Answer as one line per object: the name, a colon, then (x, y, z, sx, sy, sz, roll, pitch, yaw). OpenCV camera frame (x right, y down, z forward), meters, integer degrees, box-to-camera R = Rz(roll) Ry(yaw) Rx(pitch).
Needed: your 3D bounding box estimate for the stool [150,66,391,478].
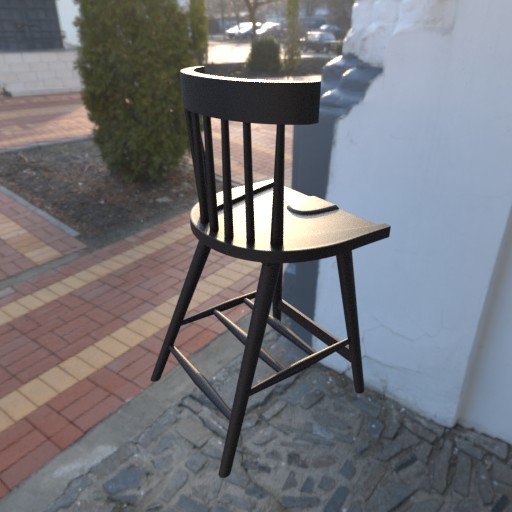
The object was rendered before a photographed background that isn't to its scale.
stool: (0.000, 0.000, 1.241, 0.549, 0.953, 0.494, -18, 32, -31)
